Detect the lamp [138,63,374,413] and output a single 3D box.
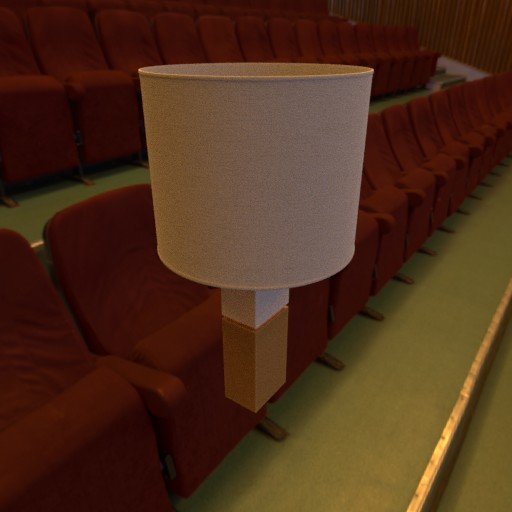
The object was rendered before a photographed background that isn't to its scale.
[{"bbox_3d":[0.000,0.000,0.534,0.229,0.417,0.229,18,31,32],"label":"lamp"}]
